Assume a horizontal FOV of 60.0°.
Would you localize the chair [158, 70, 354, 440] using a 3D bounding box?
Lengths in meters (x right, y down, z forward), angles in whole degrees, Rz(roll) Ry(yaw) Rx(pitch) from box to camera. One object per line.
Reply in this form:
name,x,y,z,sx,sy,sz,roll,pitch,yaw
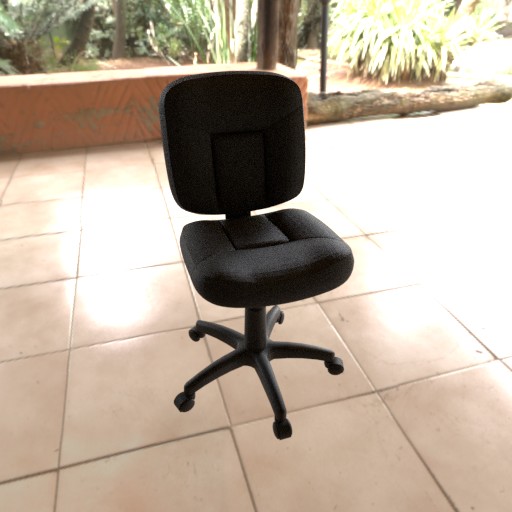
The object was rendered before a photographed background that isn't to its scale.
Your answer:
chair,0.000,0.000,1.346,0.610,0.972,0.610,-9,32,-15
